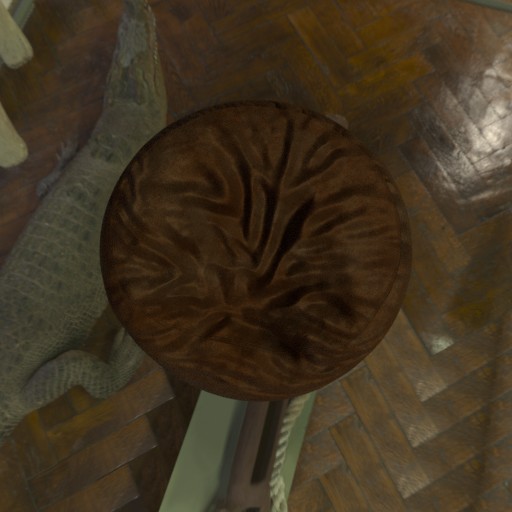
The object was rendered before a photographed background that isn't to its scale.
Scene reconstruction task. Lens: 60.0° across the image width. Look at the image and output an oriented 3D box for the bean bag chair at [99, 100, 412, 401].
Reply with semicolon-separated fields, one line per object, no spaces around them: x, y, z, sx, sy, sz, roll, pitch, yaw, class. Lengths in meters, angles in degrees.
0.000;0.000;1.460;0.918;0.616;0.918;0;76;0;bean bag chair
